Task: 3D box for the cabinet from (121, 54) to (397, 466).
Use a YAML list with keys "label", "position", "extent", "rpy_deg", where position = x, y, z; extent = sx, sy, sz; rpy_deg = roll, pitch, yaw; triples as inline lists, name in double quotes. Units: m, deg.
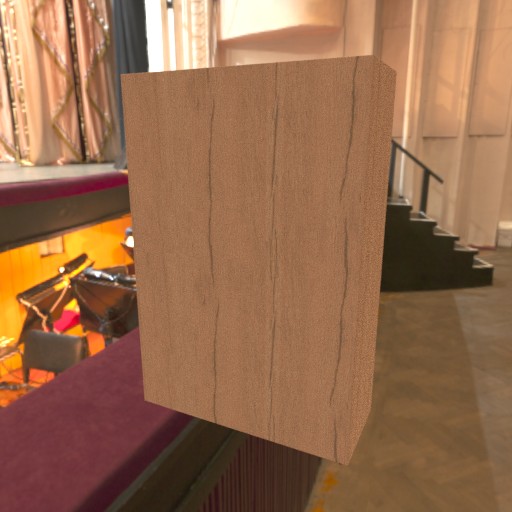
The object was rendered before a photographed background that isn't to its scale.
- label: "cabinet"
  position: [0.000, 0.000, 2.692]
  extent: [1.400, 2.070, 0.580]
  rpy_deg: [7, 17, 25]
